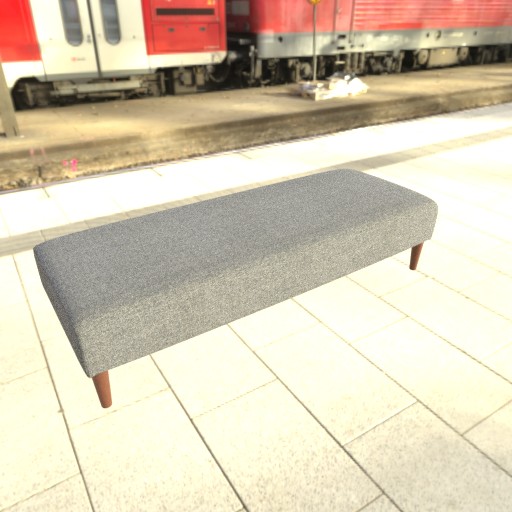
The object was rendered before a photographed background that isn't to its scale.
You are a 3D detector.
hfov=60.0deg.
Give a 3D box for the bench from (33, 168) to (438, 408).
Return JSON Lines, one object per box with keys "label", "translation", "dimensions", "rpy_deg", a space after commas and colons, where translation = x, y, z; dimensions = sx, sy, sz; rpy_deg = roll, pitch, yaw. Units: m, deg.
{"label": "bench", "translation": [0.000, 0.000, 1.876], "dimensions": [1.598, 0.384, 0.631], "rpy_deg": [-18, 34, -30]}
